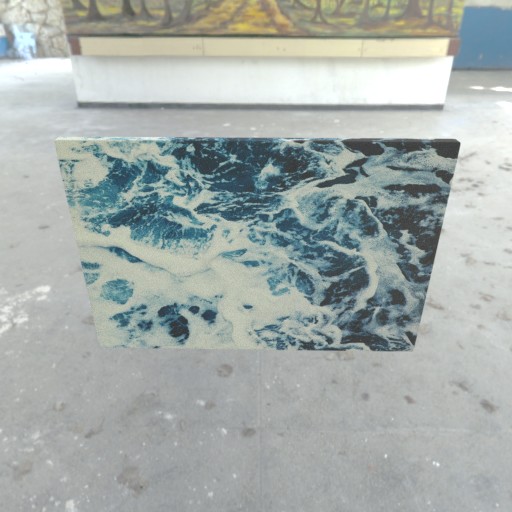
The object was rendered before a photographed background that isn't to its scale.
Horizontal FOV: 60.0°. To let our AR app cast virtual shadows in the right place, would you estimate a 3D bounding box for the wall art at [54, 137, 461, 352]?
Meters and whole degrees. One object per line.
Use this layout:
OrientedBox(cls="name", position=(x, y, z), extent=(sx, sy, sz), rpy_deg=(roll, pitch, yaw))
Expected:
OrientedBox(cls="wall art", position=(0.000, 0.000, 1.929), extent=(1.524, 1.017, 0.055), rpy_deg=(1, 29, 1))
